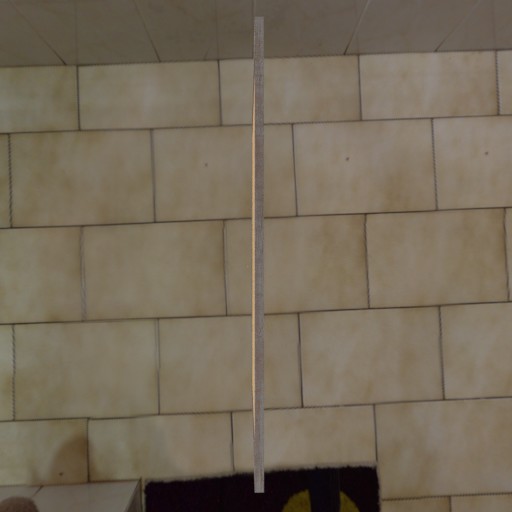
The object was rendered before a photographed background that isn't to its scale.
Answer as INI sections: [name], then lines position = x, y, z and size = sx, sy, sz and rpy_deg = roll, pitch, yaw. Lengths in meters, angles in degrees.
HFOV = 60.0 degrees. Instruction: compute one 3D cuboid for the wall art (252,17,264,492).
[wall art]
position = 0.000, 0.000, 1.329
size = 0.019, 0.774, 1.012
rpy_deg = 0, 89, -1
